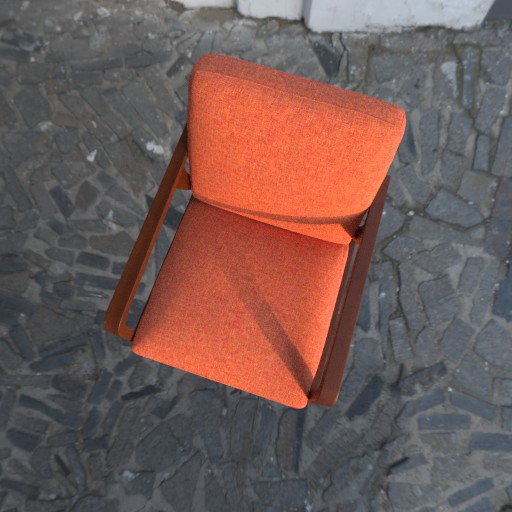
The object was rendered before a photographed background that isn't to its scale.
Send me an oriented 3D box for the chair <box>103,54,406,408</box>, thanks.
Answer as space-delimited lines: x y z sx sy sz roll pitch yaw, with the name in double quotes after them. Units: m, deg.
0.000 0.000 1.496 0.719 0.890 0.860 17 76 4 "chair"
